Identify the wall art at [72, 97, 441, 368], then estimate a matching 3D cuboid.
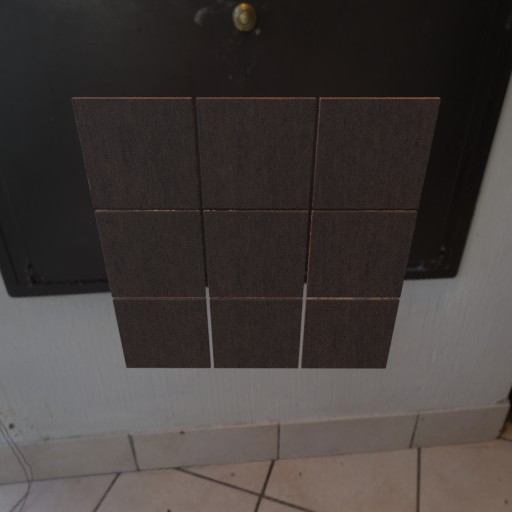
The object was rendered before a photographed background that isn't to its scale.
[{"bbox_3d":[0.000,0.000,1.336,0.915,0.914,0.013,0,31,0],"label":"wall art"}]
